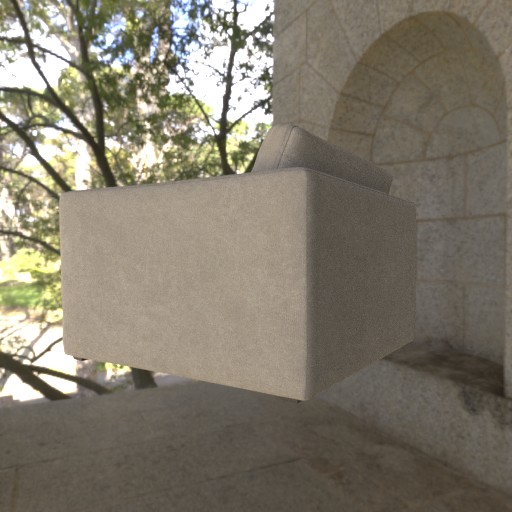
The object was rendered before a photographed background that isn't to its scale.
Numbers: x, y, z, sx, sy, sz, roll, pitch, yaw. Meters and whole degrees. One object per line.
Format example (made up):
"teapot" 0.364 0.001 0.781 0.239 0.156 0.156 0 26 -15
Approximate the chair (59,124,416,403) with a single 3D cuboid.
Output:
"chair" 0.000 0.000 1.906 1.091 0.845 1.190 0 1 35
